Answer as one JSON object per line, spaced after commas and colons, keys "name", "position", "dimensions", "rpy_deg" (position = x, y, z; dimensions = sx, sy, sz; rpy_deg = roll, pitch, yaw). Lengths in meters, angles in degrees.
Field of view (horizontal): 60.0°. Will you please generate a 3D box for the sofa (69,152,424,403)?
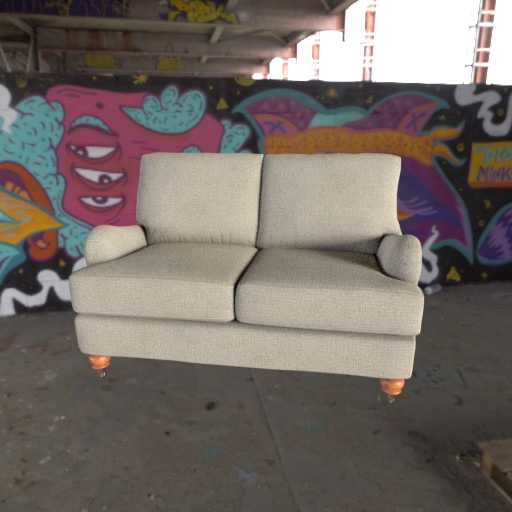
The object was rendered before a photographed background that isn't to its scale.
{"name": "sofa", "position": [0.000, 0.000, 2.233], "dimensions": [1.480, 0.999, 1.087], "rpy_deg": [2, 15, 9]}
